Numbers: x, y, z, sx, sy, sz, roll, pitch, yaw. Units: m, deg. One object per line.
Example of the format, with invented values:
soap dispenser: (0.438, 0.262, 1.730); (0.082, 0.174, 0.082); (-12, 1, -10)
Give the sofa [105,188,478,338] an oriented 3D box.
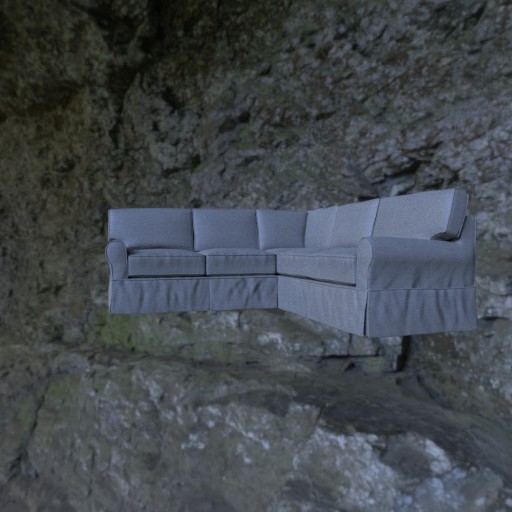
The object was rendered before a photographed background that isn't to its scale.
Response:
sofa: (0.000, 0.000, 4.063); (2.618, 1.081, 2.623); (0, 1, -19)
